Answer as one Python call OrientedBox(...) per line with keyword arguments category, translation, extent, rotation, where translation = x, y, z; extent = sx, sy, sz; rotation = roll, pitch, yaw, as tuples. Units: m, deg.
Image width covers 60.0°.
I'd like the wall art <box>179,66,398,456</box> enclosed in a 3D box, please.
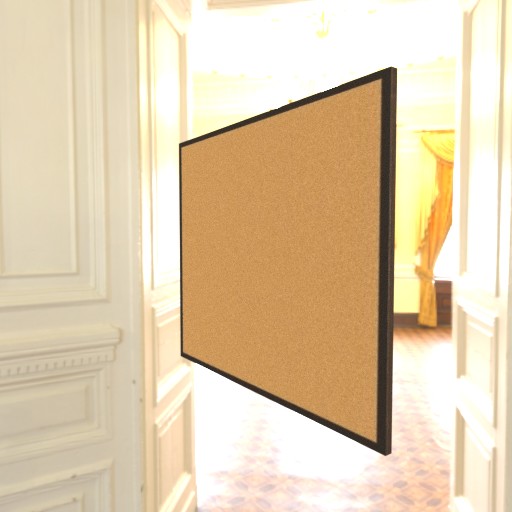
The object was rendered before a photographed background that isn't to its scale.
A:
OrientedBox(category="wall art", translation=(0.000, 0.000, 1.415), extent=(0.023, 0.875, 1.033), rotation=(-2, 3, -36))
